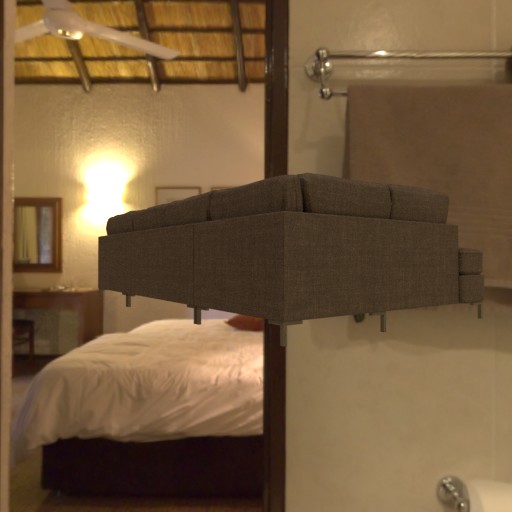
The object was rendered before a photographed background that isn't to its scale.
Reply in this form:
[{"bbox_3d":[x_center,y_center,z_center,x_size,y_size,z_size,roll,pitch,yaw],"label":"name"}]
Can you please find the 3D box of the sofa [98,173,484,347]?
[{"bbox_3d":[0.000,0.000,4.310,2.048,0.999,3.423,0,0,-36],"label":"sofa"}]
